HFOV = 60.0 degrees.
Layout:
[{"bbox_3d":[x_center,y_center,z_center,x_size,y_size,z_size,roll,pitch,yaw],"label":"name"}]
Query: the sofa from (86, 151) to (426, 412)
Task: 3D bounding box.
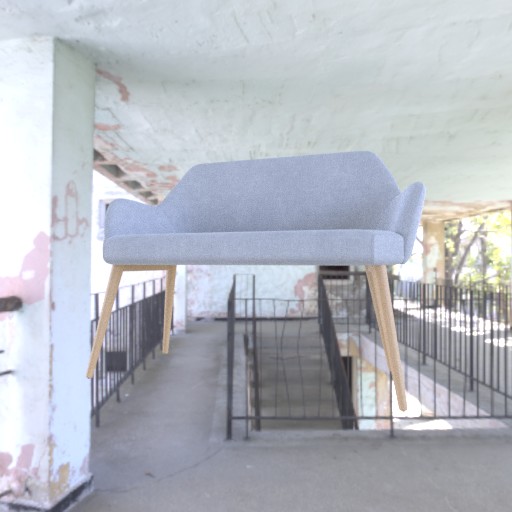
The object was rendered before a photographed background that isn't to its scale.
[{"bbox_3d":[0.000,0.000,1.609,1.150,0.840,0.610,0,-1,19],"label":"sofa"}]
